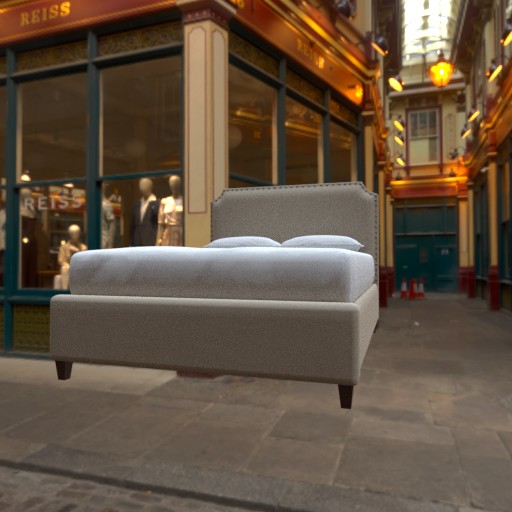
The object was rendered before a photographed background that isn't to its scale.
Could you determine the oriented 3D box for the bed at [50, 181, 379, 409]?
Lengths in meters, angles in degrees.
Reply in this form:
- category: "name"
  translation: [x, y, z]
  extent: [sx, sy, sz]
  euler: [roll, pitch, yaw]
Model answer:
- category: "bed"
  translation: [0.000, 0.000, 3.339]
  extent: [1.703, 1.415, 2.329]
  euler: [0, -1, 18]
